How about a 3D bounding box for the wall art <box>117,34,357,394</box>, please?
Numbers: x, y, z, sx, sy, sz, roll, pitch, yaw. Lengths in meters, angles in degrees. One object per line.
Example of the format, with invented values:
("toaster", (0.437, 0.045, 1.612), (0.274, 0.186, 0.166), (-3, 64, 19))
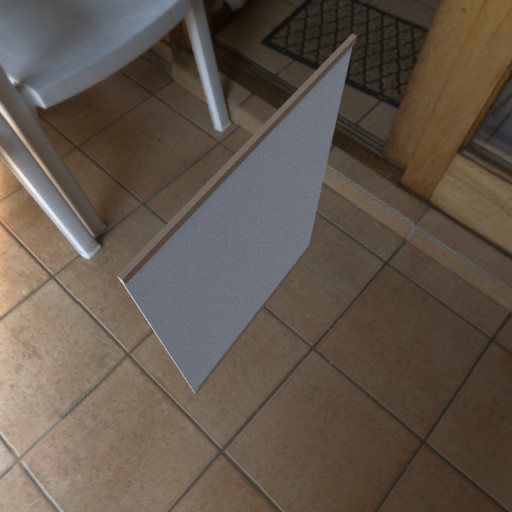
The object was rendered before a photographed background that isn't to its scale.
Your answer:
("wall art", (0.000, 0.000, 1.323), (0.013, 1.016, 0.758), (33, 67, 16))
